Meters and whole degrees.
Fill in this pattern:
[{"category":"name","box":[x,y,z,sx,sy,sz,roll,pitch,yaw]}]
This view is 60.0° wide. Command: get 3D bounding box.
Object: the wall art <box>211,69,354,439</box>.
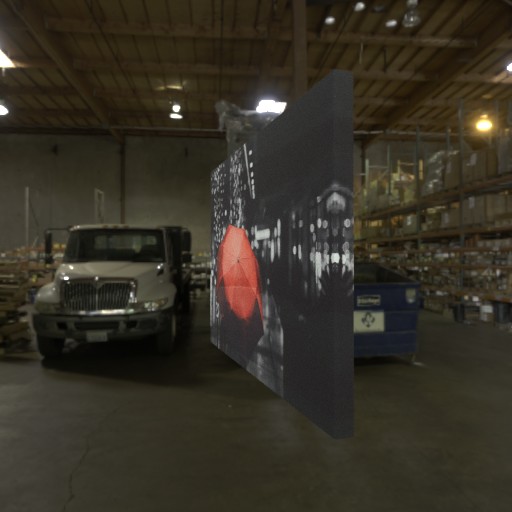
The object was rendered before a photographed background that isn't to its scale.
[{"category":"wall art","box":[0.000,0.000,1.165,0.038,0.609,0.914,0,-1,-19]}]
